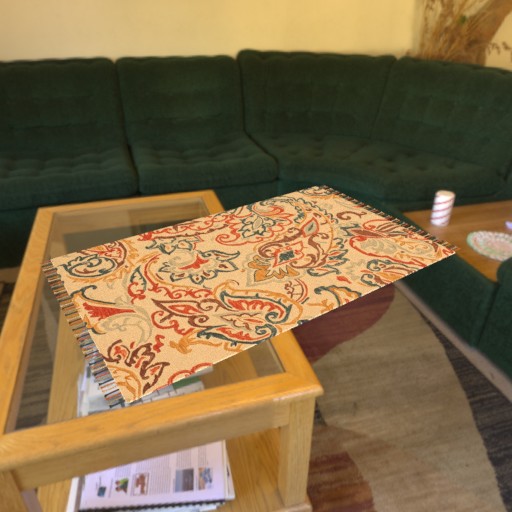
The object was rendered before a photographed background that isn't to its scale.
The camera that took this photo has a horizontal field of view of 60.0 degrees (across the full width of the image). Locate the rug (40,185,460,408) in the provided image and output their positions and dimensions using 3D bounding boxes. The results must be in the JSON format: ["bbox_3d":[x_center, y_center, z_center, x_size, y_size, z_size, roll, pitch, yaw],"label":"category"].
[{"bbox_3d":[0.000,0.000,3.140,2.584,0.010,1.523,-19,36,-29],"label":"rug"}]
